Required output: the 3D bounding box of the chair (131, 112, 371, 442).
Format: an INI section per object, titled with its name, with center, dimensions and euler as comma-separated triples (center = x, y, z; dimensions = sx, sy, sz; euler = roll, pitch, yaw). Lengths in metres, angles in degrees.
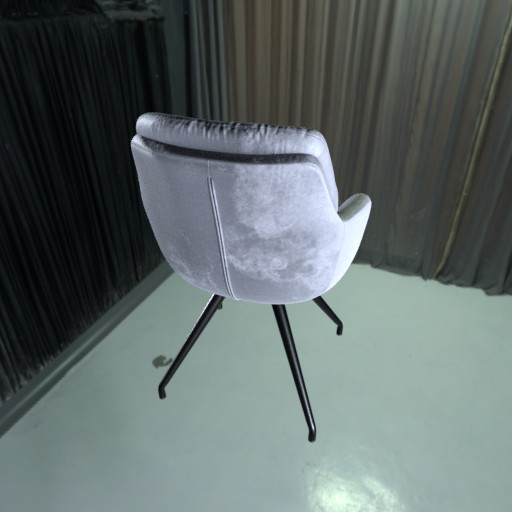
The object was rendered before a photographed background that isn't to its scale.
[chair]
center = 0.000, 0.000, 1.266
dimensions = 0.579, 0.888, 0.569
euler = 10, 33, 16
